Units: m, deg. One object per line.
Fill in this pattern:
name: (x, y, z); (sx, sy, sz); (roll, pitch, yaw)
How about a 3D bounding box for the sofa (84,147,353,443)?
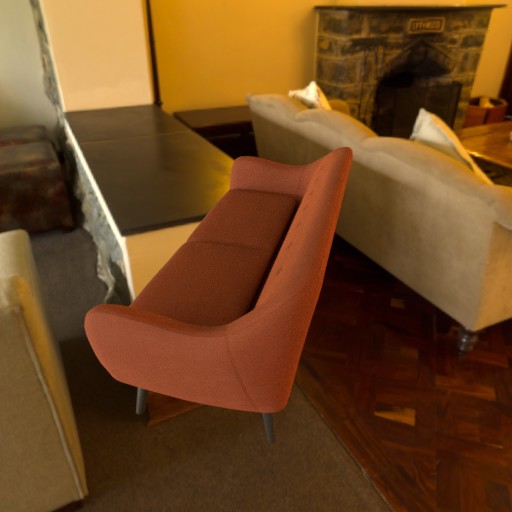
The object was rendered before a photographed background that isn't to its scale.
sofa: (0.000, 0.000, 2.306); (0.820, 0.836, 1.840); (8, 31, 13)
